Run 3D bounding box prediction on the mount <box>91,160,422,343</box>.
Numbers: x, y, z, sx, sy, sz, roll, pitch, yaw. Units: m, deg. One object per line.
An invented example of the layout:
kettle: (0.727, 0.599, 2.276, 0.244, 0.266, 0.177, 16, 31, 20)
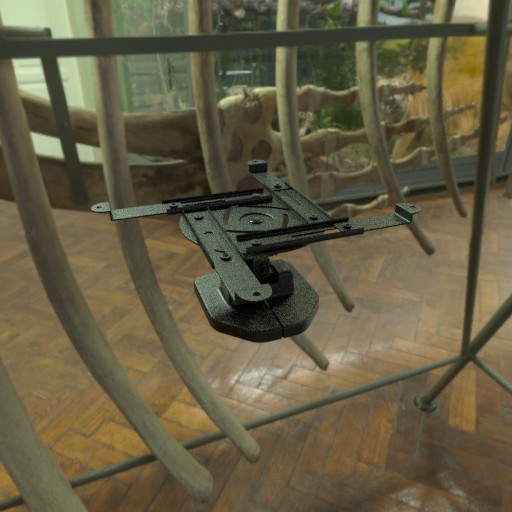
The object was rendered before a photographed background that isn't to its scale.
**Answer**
mount: (0.000, 0.000, 0.597, 0.394, 0.141, 0.394, -10, 30, -18)
